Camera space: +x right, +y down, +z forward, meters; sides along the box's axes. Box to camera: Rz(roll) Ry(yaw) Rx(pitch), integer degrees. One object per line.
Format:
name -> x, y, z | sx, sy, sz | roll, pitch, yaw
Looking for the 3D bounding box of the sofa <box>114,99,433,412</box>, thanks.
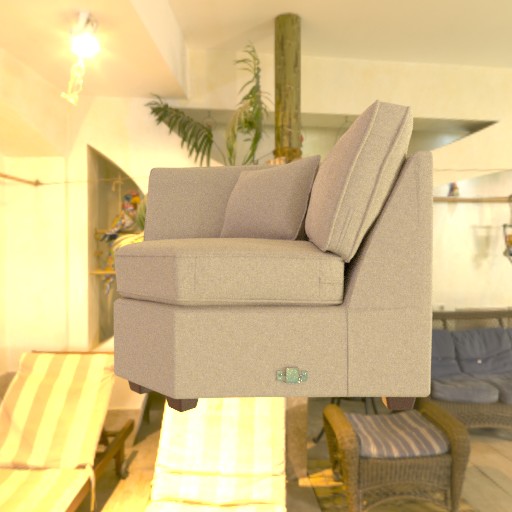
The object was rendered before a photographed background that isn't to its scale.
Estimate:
sofa -> 0.000, 0.000, 1.790 | 1.050, 0.937, 1.042 | 0, 1, 1
